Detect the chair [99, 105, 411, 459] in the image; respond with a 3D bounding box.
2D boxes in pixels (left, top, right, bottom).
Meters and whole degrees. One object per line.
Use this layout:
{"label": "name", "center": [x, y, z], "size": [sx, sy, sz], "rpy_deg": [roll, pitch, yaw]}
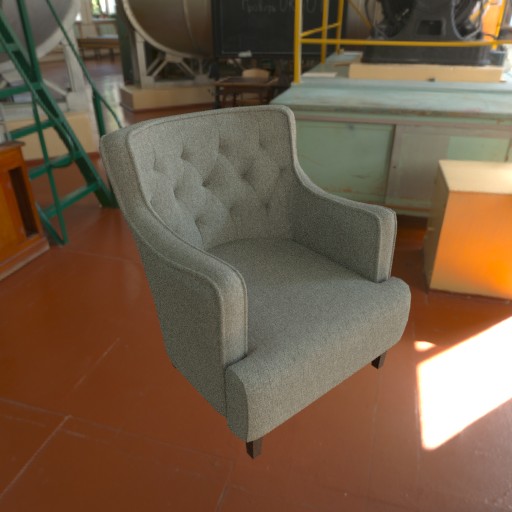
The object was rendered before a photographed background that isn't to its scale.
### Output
{"label": "chair", "center": [0.000, 0.000, 1.614], "size": [0.820, 0.920, 0.910], "rpy_deg": [-22, 36, -34]}
